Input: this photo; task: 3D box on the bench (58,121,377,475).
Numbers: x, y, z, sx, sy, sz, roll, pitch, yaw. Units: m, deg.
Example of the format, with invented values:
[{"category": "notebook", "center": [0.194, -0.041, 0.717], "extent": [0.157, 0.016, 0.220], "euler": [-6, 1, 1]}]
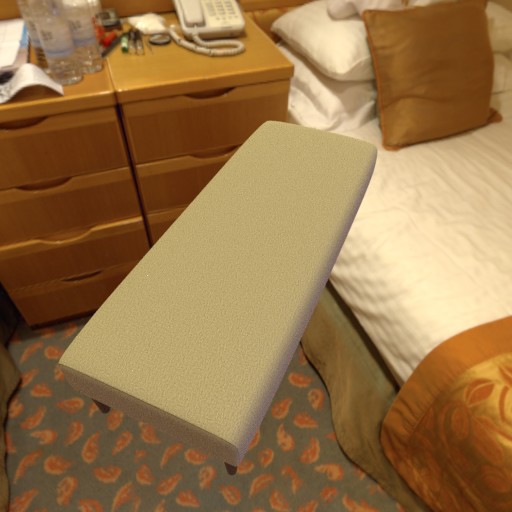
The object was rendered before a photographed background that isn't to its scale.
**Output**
[{"category": "bench", "center": [0.000, 0.000, 1.872], "extent": [0.646, 0.393, 1.609], "euler": [18, 48, 17]}]
